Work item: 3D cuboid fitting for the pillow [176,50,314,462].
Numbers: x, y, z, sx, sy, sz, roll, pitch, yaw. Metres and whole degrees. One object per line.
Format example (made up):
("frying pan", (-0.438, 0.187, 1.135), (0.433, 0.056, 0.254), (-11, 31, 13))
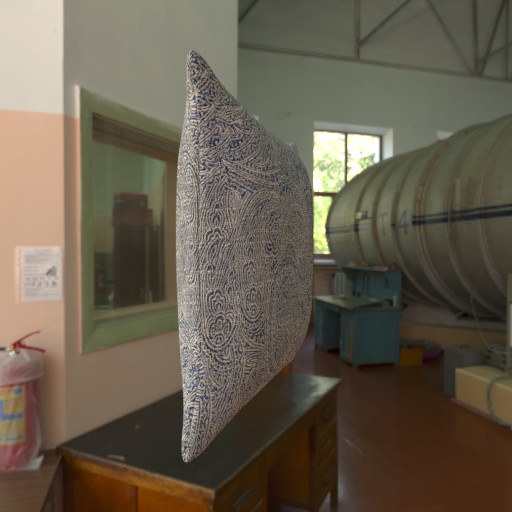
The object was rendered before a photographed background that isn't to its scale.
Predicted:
("pillow", (0.000, 0.000, 0.791), (0.166, 0.510, 0.523), (0, 1, 19))
